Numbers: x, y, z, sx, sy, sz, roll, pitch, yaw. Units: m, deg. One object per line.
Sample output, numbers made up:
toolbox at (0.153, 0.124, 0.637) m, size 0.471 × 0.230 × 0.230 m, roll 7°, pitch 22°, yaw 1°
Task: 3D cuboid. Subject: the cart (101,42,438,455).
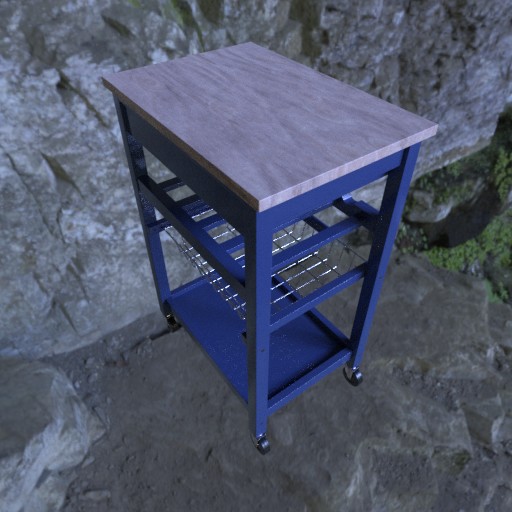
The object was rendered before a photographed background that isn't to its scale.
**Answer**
cart at (0.000, 0.000, 1.154) m, size 0.403 × 0.839 × 0.584 m, roll -26°, pitch 49°, yaw -26°
